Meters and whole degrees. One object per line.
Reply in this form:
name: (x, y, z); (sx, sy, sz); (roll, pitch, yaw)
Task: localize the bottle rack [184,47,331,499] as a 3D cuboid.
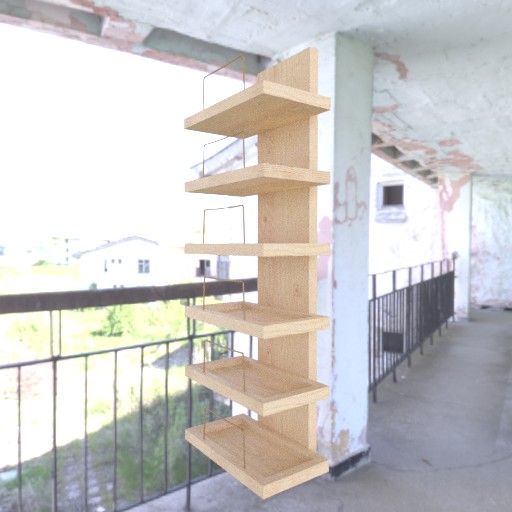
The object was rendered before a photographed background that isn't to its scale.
bottle rack: (0.000, 0.000, 1.045); (0.206, 0.943, 0.330); (-1, 2, -36)
